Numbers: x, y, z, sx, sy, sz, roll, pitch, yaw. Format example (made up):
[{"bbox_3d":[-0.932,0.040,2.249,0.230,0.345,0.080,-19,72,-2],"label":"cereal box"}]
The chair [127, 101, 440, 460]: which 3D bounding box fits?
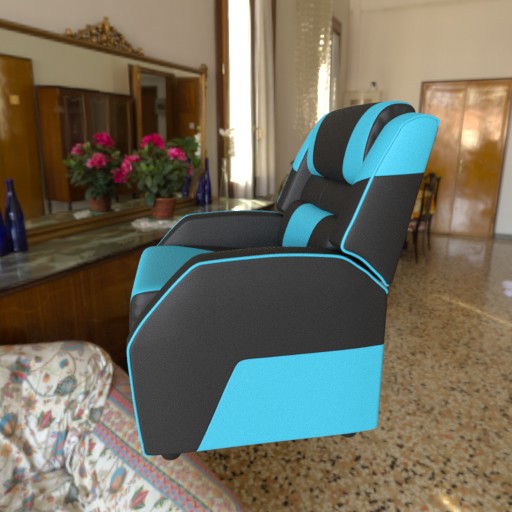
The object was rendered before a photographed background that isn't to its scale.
[{"bbox_3d":[0.000,0.000,1.233,0.672,0.805,0.620,-3,15,-10],"label":"chair"}]
